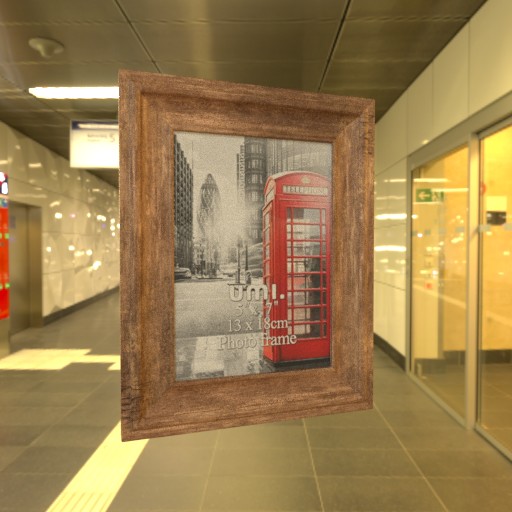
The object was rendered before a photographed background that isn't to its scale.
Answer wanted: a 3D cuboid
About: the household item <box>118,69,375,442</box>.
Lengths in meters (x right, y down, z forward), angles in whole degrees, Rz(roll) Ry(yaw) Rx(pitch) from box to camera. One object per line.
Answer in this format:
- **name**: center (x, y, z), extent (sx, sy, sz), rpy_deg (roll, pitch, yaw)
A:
- **household item**: center (0.000, 0.000, 0.317), extent (0.186, 0.237, 0.018), rpy_deg (0, 1, -18)
